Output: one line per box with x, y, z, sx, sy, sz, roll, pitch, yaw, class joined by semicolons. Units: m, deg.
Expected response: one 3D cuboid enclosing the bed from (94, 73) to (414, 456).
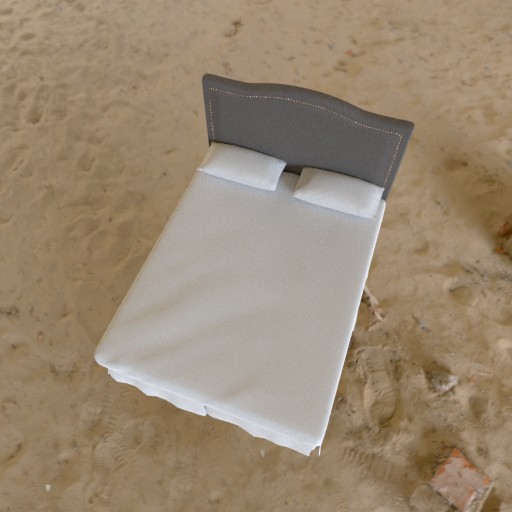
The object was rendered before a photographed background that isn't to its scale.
0.000;0.000;3.433;1.821;1.436;2.282;17;60;10;bed
